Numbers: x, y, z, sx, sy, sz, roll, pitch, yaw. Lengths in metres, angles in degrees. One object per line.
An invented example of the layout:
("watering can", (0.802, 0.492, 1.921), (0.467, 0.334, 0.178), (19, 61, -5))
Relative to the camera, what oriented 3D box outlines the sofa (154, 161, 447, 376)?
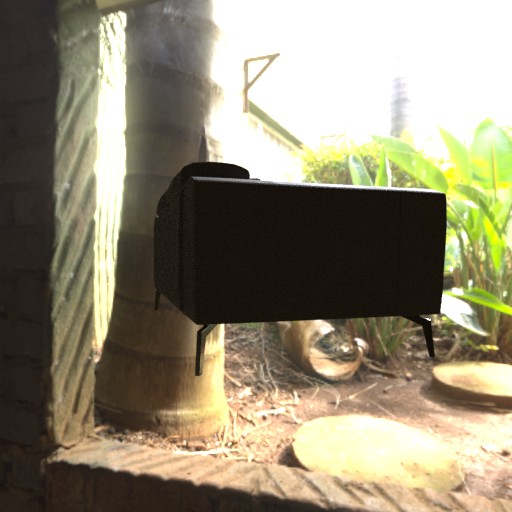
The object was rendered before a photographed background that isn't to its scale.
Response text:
("sofa", (0.000, 0.000, 2.449), (1.003, 0.779, 1.895), (0, 0, -17))
